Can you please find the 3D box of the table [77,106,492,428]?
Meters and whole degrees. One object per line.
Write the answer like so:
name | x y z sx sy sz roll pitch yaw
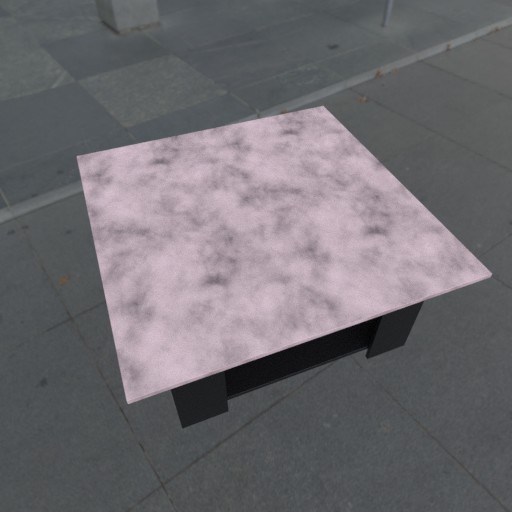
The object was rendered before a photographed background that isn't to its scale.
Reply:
table | 0.000 0.000 1.054 0.670 0.305 0.670 -16 49 -15
